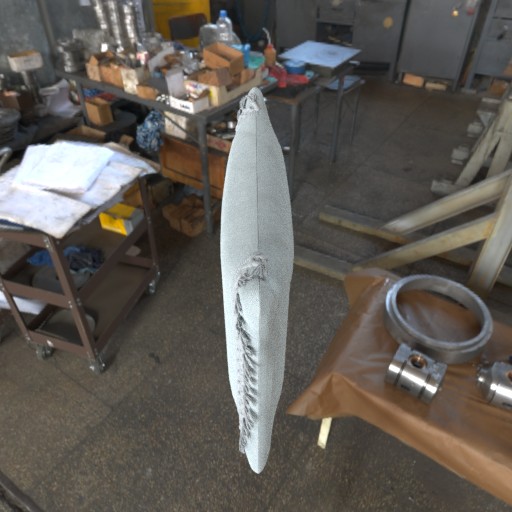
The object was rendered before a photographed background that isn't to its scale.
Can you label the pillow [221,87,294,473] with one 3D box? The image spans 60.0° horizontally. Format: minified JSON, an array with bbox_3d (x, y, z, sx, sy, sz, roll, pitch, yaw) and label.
[{"bbox_3d":[0.000,0.000,0.604,0.084,0.305,0.466,0,40,0],"label":"pillow"}]
